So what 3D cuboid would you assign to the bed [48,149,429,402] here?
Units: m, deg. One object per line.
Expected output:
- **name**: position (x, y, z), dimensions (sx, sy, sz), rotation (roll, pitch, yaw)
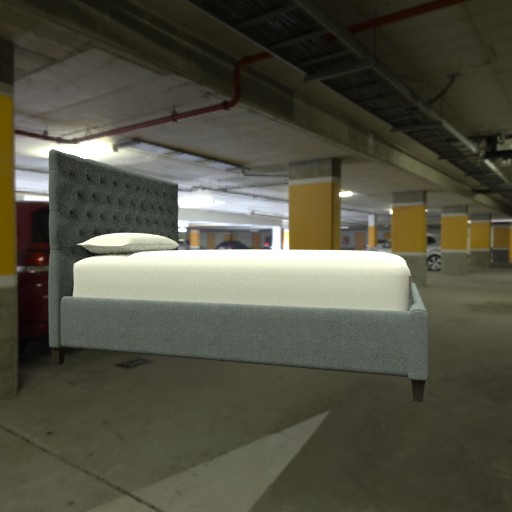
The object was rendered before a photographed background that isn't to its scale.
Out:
- **bed**: position (0.000, 0.000, 3.330), dimensions (2.335, 1.411, 1.698), rotation (0, 1, 18)
